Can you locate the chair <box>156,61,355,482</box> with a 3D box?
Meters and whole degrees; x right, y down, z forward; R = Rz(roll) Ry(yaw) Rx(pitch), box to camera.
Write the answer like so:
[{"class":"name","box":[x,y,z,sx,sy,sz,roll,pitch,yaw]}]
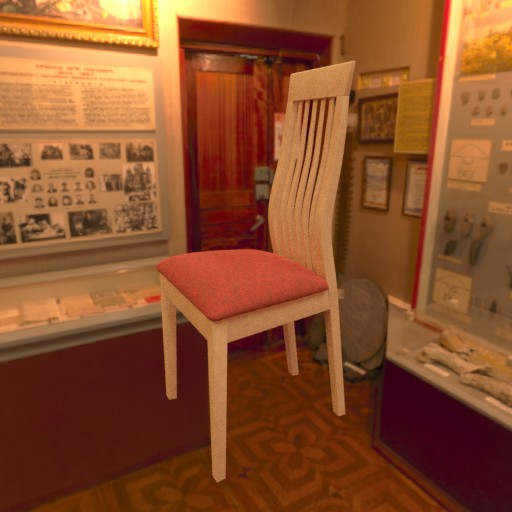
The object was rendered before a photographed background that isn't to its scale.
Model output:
[{"class":"chair","box":[0.000,0.000,1.274,0.474,1.027,0.460,-8,18,-27]}]
